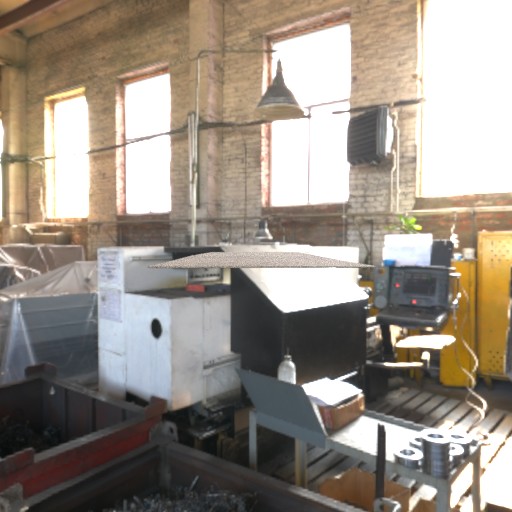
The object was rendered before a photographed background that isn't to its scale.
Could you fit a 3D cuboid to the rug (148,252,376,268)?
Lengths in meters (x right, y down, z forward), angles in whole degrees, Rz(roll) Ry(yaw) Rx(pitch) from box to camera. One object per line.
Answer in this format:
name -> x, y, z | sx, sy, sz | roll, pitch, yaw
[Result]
rug -> 0.000, 0.000, 2.506 | 0.697, 0.013, 2.335 | 0, 2, -1
